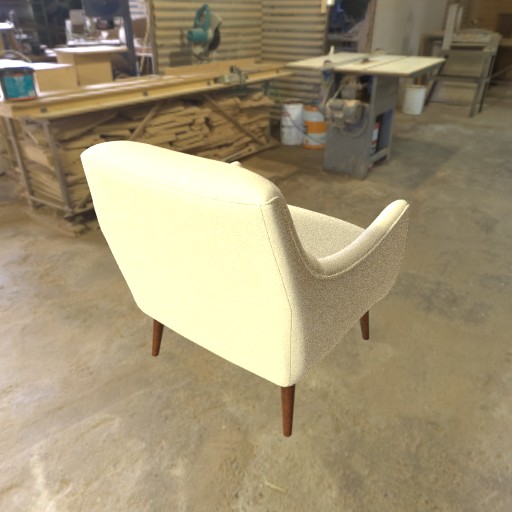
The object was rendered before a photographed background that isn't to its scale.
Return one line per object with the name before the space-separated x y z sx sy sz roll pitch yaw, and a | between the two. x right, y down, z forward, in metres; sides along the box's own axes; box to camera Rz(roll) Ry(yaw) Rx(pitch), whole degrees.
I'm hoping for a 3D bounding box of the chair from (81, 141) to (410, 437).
chair | 0.000 0.000 1.464 0.762 0.838 0.787 20 35 32
